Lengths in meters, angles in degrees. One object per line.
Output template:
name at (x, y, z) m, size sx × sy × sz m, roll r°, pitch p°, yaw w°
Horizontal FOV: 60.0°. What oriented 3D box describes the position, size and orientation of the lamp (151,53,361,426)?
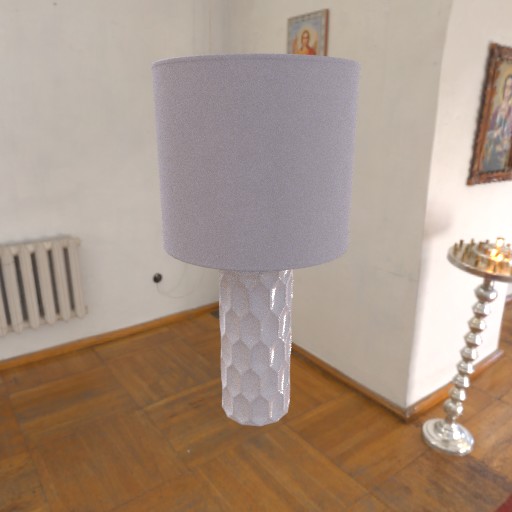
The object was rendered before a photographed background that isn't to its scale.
lamp at (0.000, 0.000, 0.680) m, size 0.277 × 0.537 × 0.277 m, roll 2°, pitch 18°, yaw 8°
